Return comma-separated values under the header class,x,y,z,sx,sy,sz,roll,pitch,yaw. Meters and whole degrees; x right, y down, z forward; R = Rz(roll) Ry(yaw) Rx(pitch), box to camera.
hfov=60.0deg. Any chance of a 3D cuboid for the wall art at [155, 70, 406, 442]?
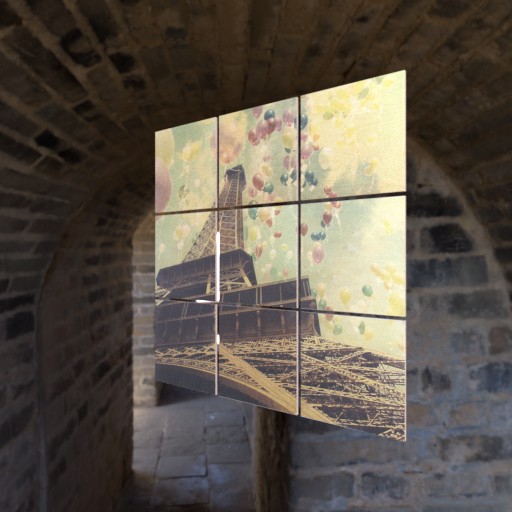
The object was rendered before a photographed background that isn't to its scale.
class,x,y,z,sx,sy,sz,roll,pitch,yaw
wall art,0.000,0.000,1.817,1.219,1.218,0.013,0,0,36
